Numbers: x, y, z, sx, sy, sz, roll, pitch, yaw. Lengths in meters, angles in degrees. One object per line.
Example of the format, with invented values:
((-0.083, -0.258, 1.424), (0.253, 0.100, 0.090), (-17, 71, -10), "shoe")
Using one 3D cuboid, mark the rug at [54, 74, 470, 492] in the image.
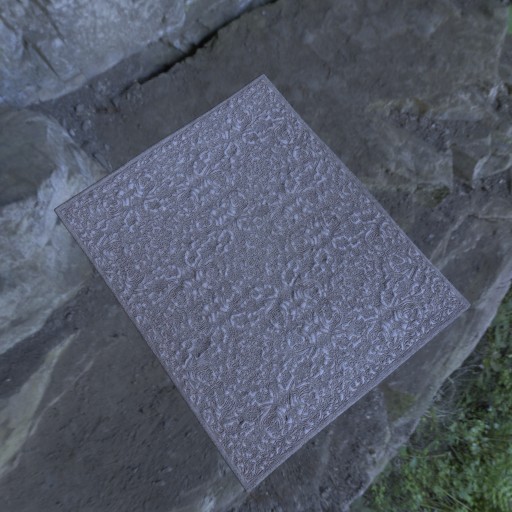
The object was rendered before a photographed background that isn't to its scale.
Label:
((0.000, 0.000, 4.022), (2.472, 0.035, 3.017), (-36, 78, -9), "rug")
